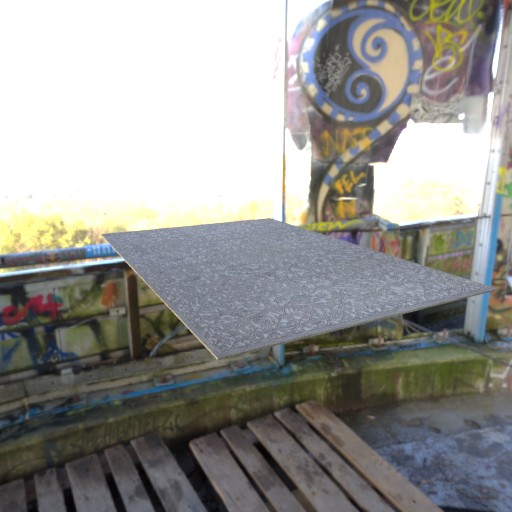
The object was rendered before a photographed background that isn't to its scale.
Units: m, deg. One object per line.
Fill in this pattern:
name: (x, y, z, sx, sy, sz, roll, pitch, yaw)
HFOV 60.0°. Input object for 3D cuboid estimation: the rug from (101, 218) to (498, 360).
rug: (0.000, 0.000, 2.271, 1.221, 0.006, 1.827, -8, 17, -27)
